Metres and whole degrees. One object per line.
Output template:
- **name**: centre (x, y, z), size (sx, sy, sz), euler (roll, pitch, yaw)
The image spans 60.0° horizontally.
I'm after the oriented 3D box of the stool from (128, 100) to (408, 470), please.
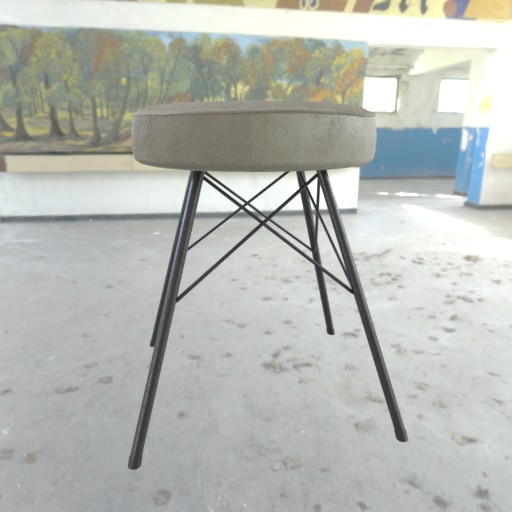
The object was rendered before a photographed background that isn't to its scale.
- **stool**: centre (0.000, 0.000, 0.829), size (0.457, 0.538, 0.423), euler (-2, 16, -8)
